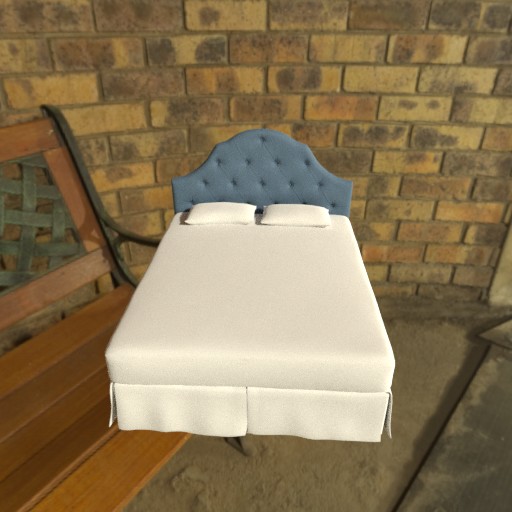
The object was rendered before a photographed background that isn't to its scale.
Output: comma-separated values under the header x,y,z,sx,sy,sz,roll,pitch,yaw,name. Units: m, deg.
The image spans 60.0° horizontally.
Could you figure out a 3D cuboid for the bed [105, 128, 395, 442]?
x,y,z,sx,sy,sz,roll,pitch,yaw,name
0.000,0.000,3.842,2.039,1.617,2.477,1,29,2,bed
